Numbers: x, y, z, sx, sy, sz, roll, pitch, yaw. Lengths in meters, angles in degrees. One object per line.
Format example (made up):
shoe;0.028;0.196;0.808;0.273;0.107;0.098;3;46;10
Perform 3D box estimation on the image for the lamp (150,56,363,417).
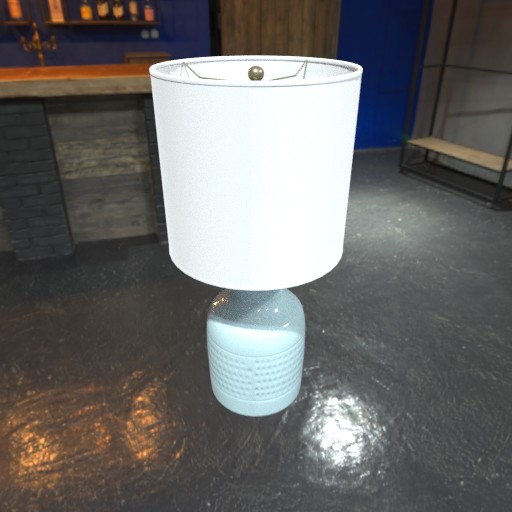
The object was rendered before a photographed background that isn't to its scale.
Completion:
lamp;0.000;0.000;1.099;0.418;0.871;0.418;-8;30;-13
